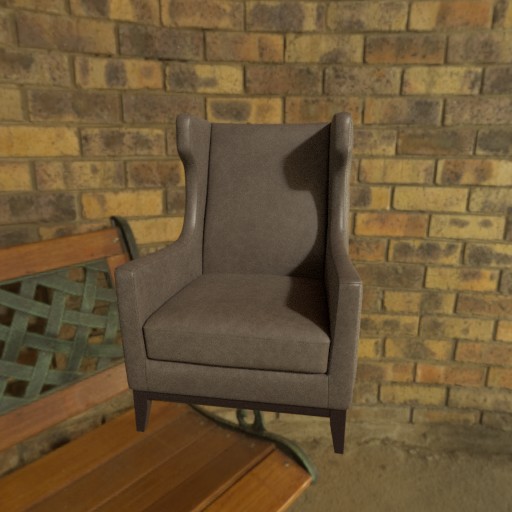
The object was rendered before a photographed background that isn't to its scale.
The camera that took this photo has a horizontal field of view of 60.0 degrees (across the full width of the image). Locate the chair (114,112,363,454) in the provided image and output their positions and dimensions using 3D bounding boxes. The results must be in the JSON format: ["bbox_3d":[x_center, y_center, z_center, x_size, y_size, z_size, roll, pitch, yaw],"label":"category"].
[{"bbox_3d":[0.000,0.000,1.728,0.769,1.079,0.899,2,15,9],"label":"chair"}]
